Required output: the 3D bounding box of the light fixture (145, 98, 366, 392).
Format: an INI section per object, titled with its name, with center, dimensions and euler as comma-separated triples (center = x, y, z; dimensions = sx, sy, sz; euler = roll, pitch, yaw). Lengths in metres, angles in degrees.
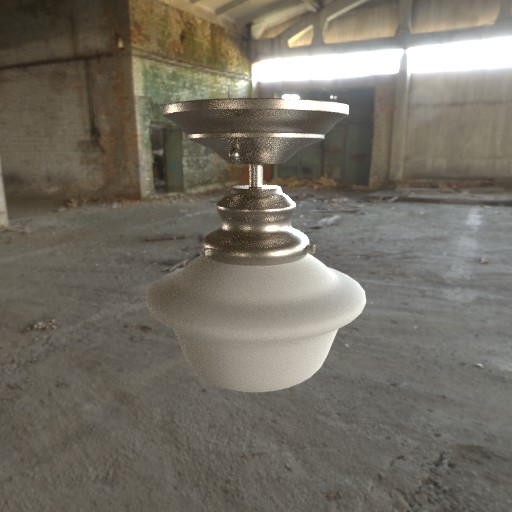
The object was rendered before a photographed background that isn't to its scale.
[light fixture]
center = 0.000, 0.000, 0.399
dimensions = 0.199, 0.254, 0.199
euler = 0, 14, 0
